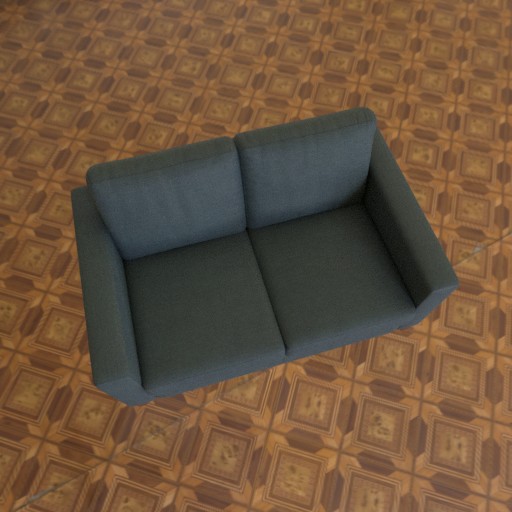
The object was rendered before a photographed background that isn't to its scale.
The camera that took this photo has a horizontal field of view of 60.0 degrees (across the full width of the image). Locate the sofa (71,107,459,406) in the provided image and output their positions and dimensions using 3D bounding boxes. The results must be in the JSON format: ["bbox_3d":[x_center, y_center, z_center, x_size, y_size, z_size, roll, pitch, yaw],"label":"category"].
[{"bbox_3d":[0.000,0.000,2.057,1.489,0.903,0.955,-14,65,-7],"label":"sofa"}]
